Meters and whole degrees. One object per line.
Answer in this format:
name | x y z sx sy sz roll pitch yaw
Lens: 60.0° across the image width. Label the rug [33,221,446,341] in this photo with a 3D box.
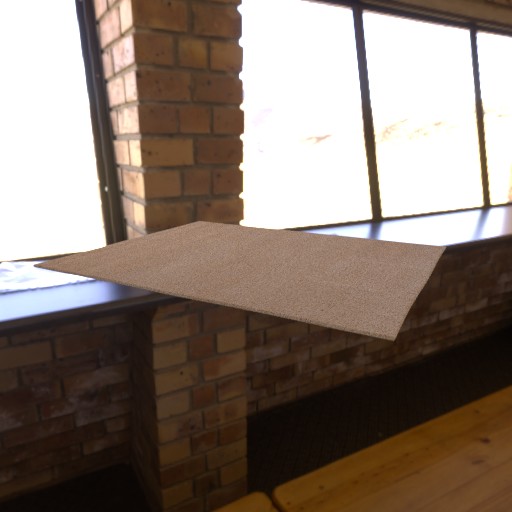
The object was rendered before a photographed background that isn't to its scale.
rug | 0.000 0.000 4.087 3.000 0.025 2.400 8 17 28
